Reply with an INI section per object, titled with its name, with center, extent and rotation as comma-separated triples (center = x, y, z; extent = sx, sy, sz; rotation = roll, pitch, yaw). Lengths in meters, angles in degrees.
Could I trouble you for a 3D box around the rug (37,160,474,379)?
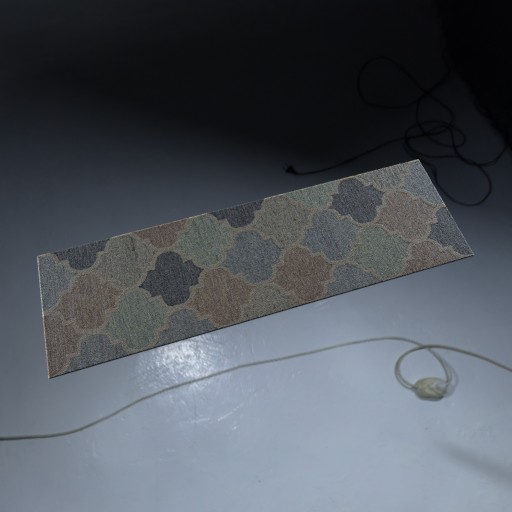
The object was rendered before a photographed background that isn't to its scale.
[rug]
center = 0.000, 0.000, 2.420
extent = 2.287, 0.011, 0.687
rotation = -15, 65, -7
